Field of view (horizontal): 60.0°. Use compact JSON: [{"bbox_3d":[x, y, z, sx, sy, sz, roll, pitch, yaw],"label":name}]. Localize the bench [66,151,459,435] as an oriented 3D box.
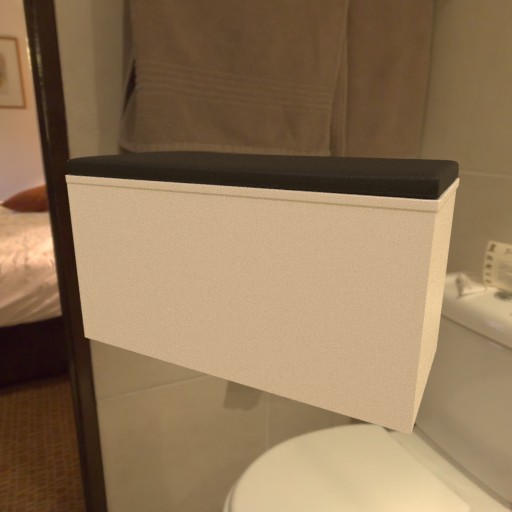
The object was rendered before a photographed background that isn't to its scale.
[{"bbox_3d":[0.000,0.000,1.158,0.899,0.500,0.401,8,18,27],"label":"bench"}]
